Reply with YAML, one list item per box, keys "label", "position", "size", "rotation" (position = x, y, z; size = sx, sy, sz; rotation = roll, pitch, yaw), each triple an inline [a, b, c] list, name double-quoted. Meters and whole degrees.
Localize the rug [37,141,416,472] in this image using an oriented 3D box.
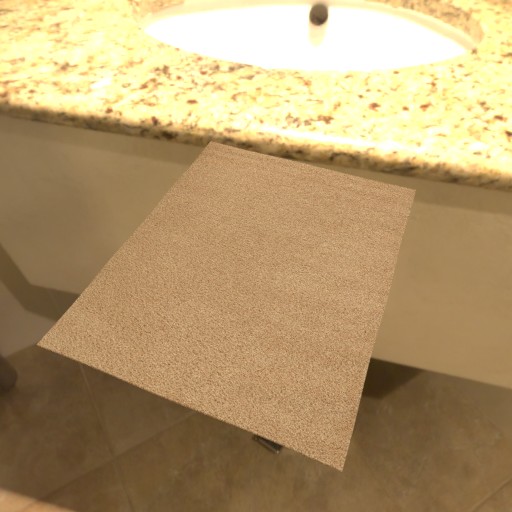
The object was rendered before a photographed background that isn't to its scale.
- label: "rug"
  position: [0.000, 0.000, 4.032]
  size: [2.400, 0.026, 3.000]
  rotation: [17, 50, 15]
